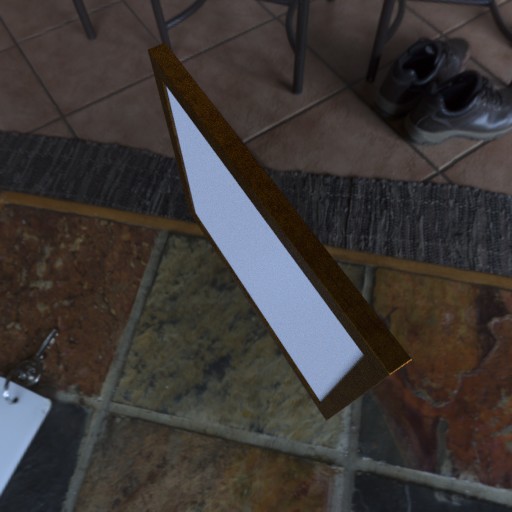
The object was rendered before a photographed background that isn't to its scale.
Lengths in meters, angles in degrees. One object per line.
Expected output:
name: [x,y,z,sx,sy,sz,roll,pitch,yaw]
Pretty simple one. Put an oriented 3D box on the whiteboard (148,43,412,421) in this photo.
whiteboard: [0.000,0.000,0.764,0.029,0.457,0.561,-29,68,-13]
